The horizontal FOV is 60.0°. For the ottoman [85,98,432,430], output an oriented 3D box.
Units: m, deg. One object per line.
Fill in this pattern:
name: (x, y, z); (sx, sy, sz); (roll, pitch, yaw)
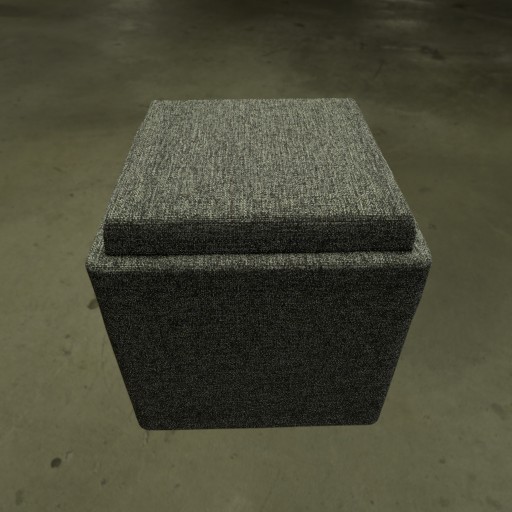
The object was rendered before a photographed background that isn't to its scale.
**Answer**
ottoman: (0.000, 0.000, 0.827); (0.450, 0.463, 0.450); (-1, 41, -1)
